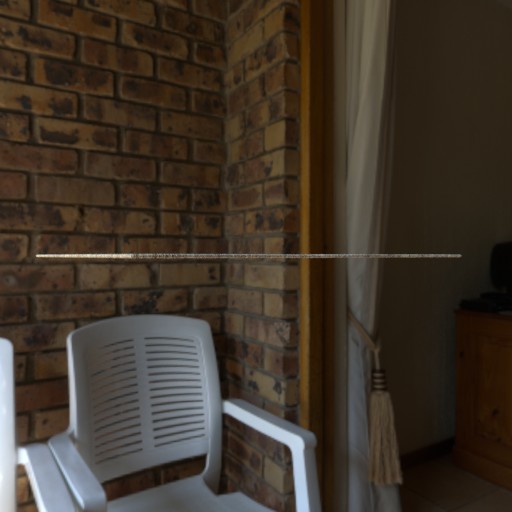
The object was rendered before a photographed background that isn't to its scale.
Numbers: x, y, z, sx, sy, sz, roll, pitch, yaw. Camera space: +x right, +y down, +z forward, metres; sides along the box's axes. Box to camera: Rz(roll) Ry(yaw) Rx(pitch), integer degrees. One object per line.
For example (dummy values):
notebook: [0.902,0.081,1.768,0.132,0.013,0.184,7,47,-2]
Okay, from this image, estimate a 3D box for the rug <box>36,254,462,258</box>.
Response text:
rug: [0.000,0.000,2.304,1.846,0.014,1.243,0,0,-38]
